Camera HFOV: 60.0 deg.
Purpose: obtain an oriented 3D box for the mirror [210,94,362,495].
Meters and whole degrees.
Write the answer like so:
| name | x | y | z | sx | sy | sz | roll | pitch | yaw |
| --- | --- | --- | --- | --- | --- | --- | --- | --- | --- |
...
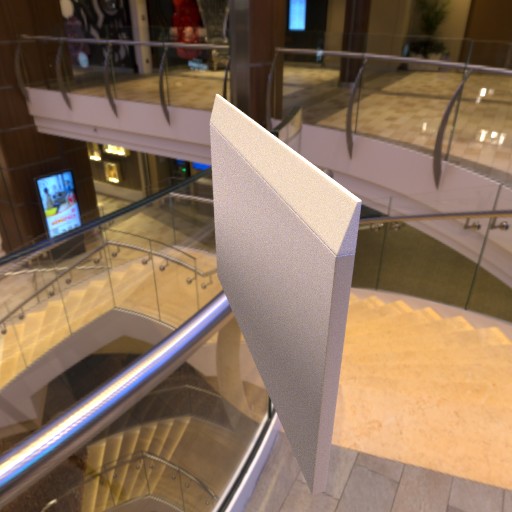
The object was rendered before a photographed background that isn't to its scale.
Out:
| name | x | y | z | sx | sy | sz | roll | pitch | yaw |
| --- | --- | --- | --- | --- | --- | --- | --- | --- | --- |
| mirror | 0.000 | 0.000 | 1.102 | 0.030 | 0.630 | 0.870 | -8 | 30 | -15 |
